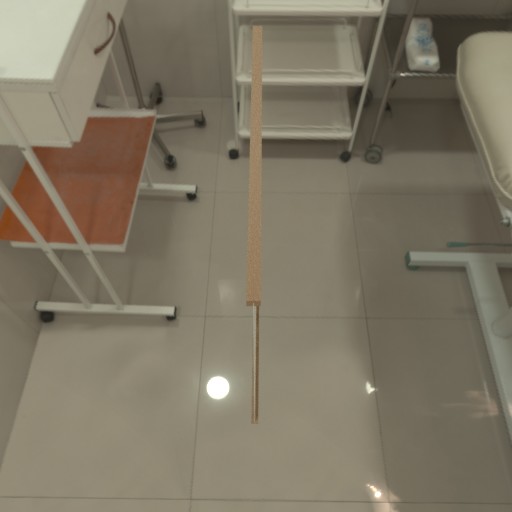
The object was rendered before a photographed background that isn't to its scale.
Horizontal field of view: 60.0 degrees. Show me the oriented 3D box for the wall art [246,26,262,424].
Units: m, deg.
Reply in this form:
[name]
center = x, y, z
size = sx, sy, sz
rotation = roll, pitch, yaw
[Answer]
[wall art]
center = 0.000, 0.000, 0.699
size = 0.012, 0.508, 0.405
rotation = 1, 58, 0
